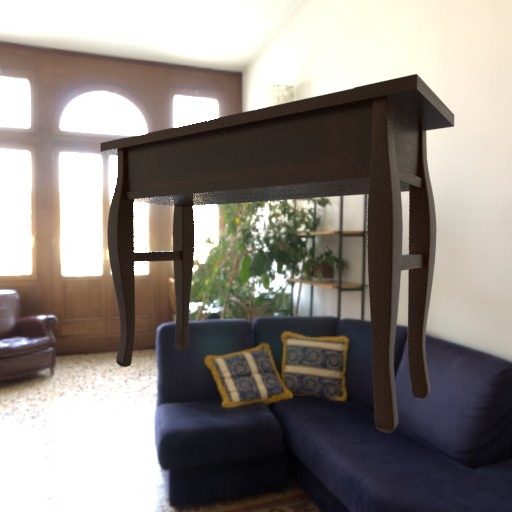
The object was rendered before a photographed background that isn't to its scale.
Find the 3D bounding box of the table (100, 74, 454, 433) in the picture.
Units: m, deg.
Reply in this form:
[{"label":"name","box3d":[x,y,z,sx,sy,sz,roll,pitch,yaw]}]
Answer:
[{"label":"table","box3d":[0.000,0.000,1.369,1.062,0.768,0.373,1,2,36]}]
